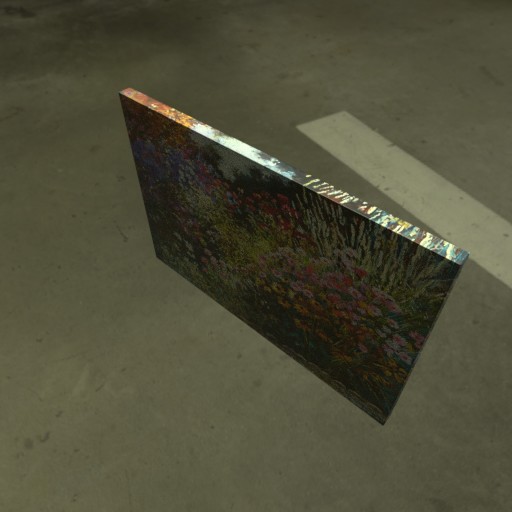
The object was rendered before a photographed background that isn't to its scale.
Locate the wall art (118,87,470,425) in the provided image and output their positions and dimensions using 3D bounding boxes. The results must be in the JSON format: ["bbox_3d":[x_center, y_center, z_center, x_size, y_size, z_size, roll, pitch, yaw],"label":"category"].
[{"bbox_3d":[0.000,0.000,1.144,0.908,0.604,0.037,33,54,28],"label":"wall art"}]
